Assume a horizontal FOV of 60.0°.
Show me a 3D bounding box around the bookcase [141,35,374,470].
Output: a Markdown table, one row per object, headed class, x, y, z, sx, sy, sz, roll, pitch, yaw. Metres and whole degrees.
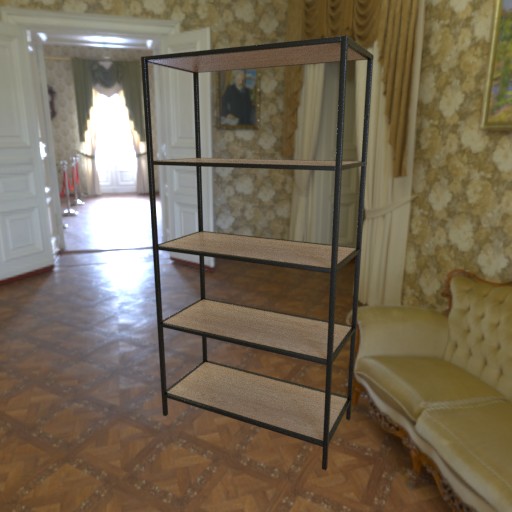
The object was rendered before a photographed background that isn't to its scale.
| class | x | y | z | sx | sy | sz | roll | pitch | yaw |
| --- | --- | --- | --- | --- | --- | --- | --- | --- | --- |
| bookcase | 0.000 | 0.000 | 1.798 | 0.770 | 1.500 | 0.350 | 7 | 16 | 26 |
